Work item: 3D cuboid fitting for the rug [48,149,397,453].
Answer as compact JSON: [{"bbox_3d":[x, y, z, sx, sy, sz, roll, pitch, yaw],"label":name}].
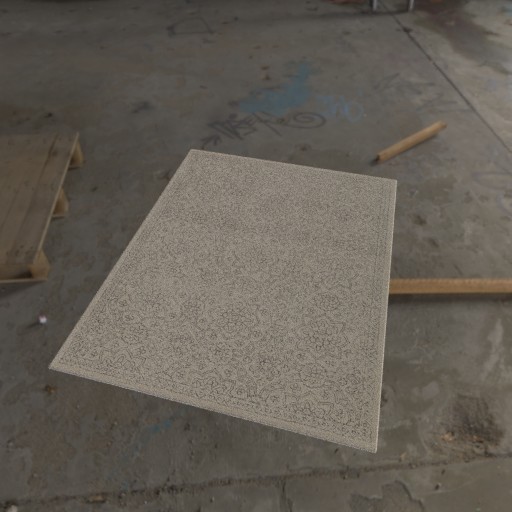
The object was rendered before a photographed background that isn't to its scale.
[{"bbox_3d":[0.000,0.000,4.140,2.441,0.015,3.050,11,47,10],"label":"rug"}]
